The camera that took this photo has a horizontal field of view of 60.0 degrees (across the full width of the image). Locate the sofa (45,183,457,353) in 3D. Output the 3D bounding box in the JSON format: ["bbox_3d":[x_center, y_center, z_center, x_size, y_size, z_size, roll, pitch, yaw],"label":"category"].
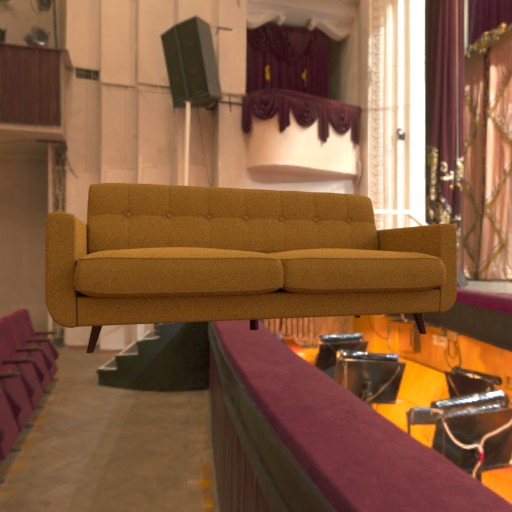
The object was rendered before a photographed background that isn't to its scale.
[{"bbox_3d":[0.000,0.000,2.469,2.029,0.841,0.909,0,-1,-17],"label":"sofa"}]
